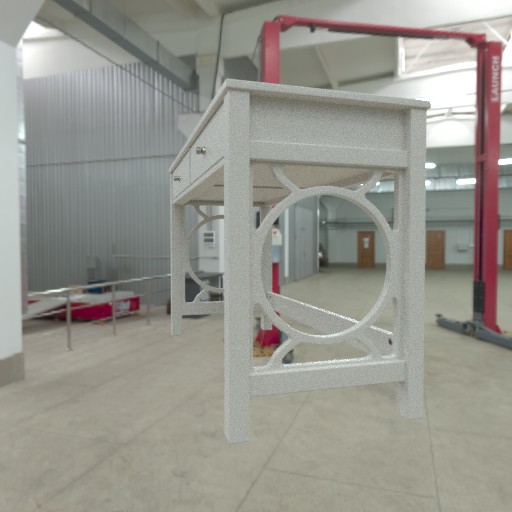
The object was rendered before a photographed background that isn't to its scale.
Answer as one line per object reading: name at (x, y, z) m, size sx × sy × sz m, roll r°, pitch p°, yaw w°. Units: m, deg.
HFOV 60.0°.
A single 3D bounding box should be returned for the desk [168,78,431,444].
desk at (0.000, 0.000, 1.551) m, size 0.504 × 0.762 × 1.191 m, roll -1°, pitch 2°, yaw -17°
